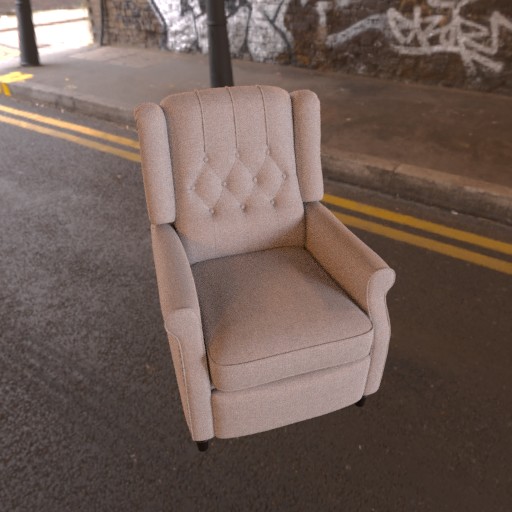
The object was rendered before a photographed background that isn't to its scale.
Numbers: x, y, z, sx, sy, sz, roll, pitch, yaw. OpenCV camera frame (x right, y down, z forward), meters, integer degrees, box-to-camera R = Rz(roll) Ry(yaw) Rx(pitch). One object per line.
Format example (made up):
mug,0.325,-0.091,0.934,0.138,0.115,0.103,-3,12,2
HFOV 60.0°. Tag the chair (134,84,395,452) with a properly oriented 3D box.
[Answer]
chair,0.000,0.000,1.612,0.742,1.035,0.902,-10,35,-15
